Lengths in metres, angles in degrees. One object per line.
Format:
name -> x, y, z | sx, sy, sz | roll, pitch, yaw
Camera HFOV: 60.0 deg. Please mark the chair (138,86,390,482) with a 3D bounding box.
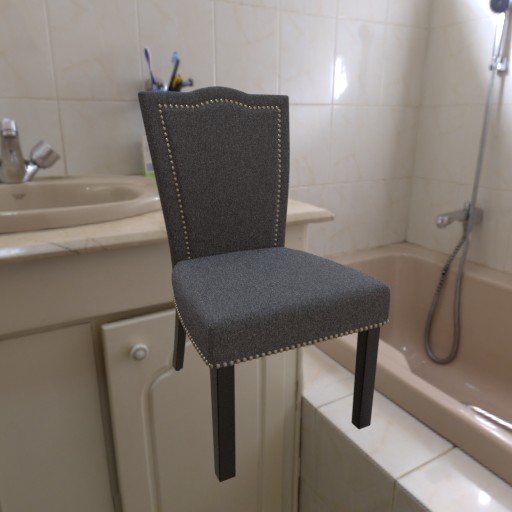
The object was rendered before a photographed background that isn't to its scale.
chair -> 0.000, 0.000, 1.276 | 0.518, 0.946, 0.589 | -8, 19, -26
